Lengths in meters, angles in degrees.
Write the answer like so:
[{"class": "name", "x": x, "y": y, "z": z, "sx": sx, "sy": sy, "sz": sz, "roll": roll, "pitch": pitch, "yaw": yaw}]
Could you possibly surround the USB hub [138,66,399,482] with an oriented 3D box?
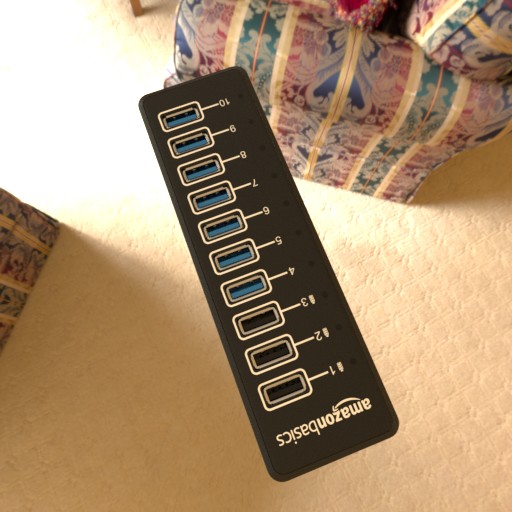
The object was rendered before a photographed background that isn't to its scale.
[{"class": "USB hub", "x": 0.000, "y": 0.000, "z": 0.164, "sx": 0.044, "sy": 0.023, "sz": 0.145, "roll": -20, "pitch": 76, "yaw": -5}]
